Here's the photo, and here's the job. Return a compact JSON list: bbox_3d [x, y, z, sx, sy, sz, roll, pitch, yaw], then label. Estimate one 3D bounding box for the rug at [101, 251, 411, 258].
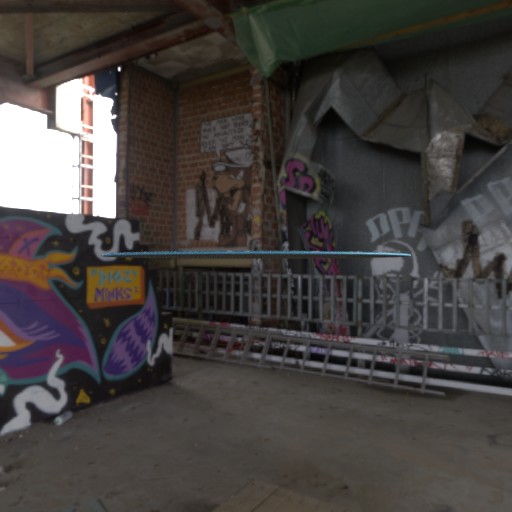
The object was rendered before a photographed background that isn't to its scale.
[{"bbox_3d":[0.000,0.000,2.413,1.593,0.012,1.593,0,-1,0],"label":"rug"}]
